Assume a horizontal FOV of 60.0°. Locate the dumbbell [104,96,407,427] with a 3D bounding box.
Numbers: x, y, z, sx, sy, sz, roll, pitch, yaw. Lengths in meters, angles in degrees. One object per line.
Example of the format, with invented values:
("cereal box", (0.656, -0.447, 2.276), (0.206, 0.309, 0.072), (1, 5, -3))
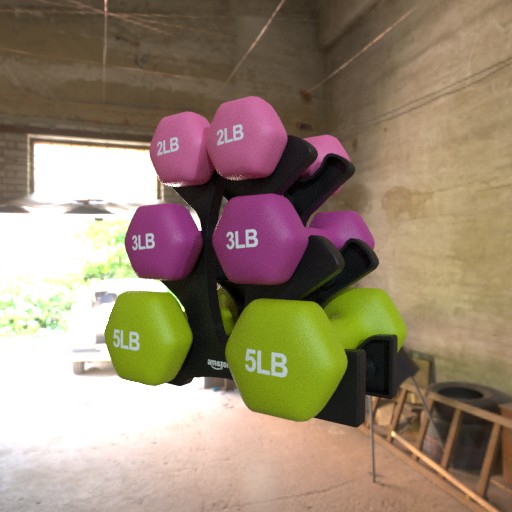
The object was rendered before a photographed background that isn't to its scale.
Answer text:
("dumbbell", (0.000, 0.000, 0.447), (0.257, 0.261, 0.203), (0, 0, 35))
